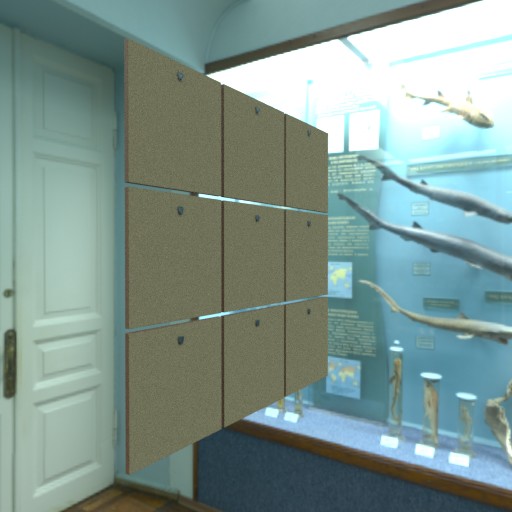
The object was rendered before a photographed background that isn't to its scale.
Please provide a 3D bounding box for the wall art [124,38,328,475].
[{"bbox_3d":[0.000,0.000,1.285,0.018,0.904,0.906,0,1,36],"label":"wall art"}]
